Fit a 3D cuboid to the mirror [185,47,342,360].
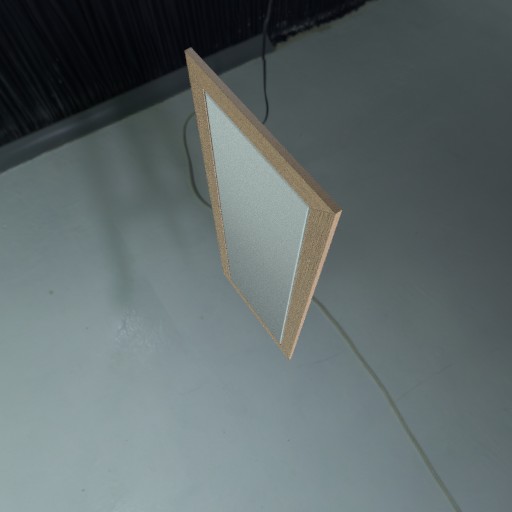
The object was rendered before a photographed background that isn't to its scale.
[{"bbox_3d":[0.000,0.000,2.335,0.026,2.031,0.812,-33,70,-14],"label":"mirror"}]
